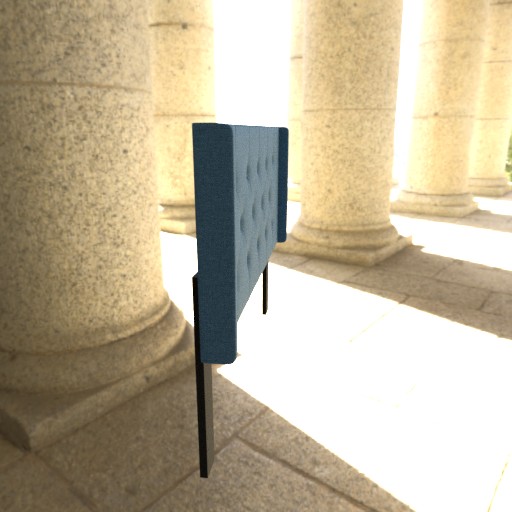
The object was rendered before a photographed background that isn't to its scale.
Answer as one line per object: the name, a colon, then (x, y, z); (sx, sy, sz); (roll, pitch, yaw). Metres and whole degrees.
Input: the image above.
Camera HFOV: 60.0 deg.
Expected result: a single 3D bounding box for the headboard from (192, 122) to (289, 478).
headboard: (0.000, 0.000, 2.694); (0.184, 1.524, 2.051); (3, 16, 9)
